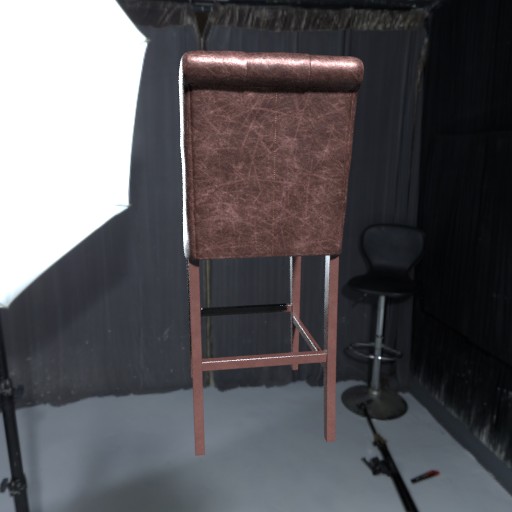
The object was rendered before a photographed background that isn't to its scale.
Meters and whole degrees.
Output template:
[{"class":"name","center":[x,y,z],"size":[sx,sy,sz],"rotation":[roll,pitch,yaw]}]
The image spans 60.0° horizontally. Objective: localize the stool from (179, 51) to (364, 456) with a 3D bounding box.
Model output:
[{"class":"stool","center":[0.000,0.000,1.511],"size":[0.483,1.168,0.659],"rotation":[-2,13,-9]}]
